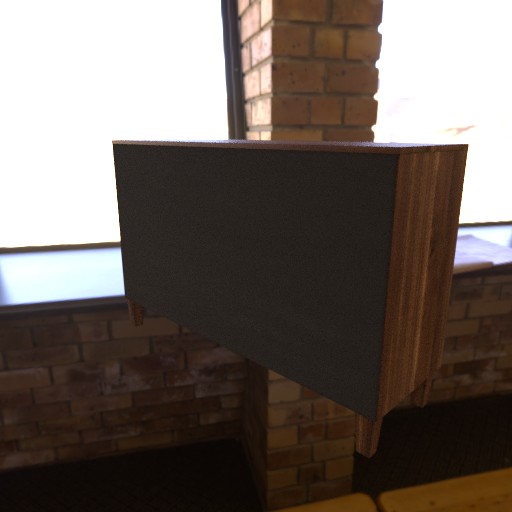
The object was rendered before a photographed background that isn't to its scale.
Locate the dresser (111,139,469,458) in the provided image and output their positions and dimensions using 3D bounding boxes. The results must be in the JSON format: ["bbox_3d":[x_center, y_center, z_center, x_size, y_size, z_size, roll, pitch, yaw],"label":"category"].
[{"bbox_3d":[0.000,0.000,1.780,1.387,0.892,0.438,15,22,43],"label":"dresser"}]
